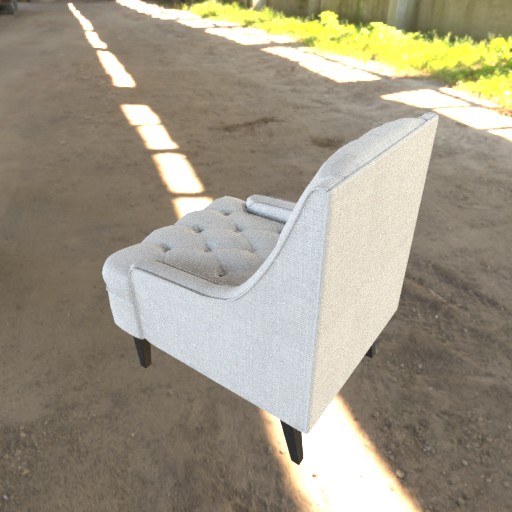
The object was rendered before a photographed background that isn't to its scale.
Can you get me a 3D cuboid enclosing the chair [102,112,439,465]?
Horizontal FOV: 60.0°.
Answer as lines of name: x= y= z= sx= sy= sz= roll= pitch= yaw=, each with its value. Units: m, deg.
chair: x=0.000 y=0.000 z=1.399 sx=0.772 sy=0.891 sz=0.658 roll=21 pitch=38 yaw=30
